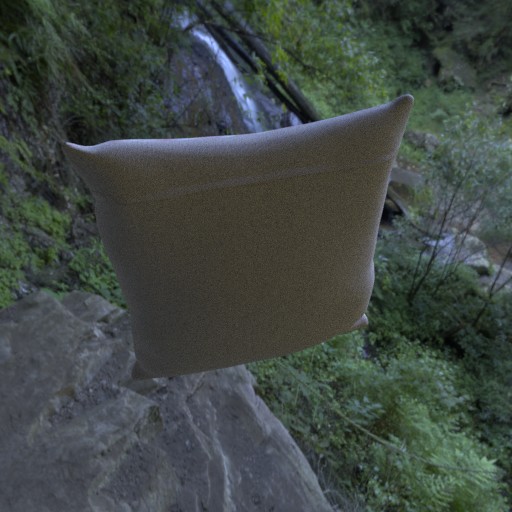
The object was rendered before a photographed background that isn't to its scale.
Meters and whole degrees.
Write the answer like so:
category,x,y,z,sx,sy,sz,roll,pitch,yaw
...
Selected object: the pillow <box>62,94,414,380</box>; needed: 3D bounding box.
category,x,y,z,sx,sy,sz,roll,pitch,yaw
pillow,0.000,0.000,0.662,0.440,0.441,0.182,-11,42,-13
